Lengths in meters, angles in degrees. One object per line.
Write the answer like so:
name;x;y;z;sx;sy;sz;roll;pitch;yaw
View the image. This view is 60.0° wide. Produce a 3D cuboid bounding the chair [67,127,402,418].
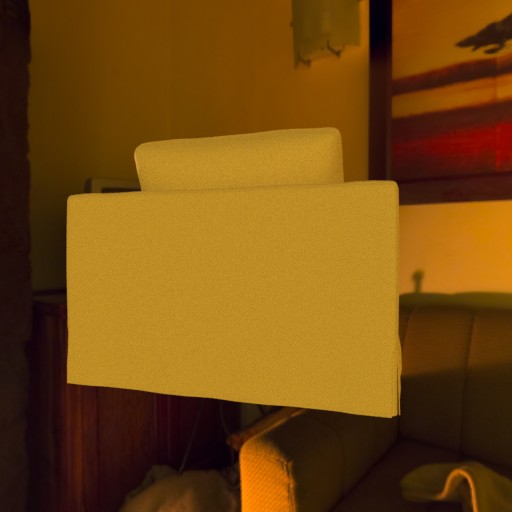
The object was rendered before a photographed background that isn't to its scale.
chair;0.000;0.000;1.830;1.150;0.878;0.957;0;1;17
